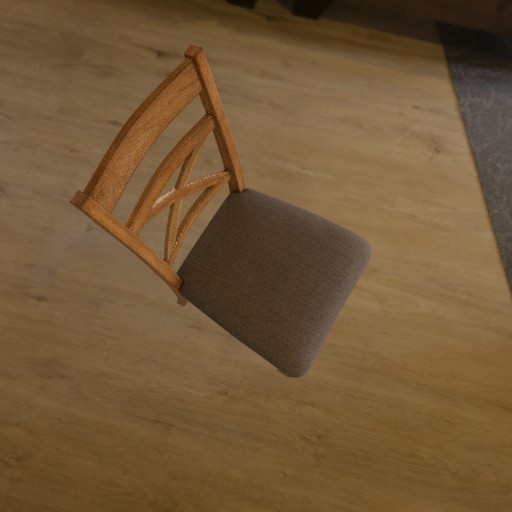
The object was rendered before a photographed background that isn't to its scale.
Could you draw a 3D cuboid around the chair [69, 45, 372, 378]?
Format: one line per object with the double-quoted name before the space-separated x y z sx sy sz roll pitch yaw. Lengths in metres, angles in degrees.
"chair" 0.000 0.000 1.268 0.581 0.949 0.470 30 76 8
